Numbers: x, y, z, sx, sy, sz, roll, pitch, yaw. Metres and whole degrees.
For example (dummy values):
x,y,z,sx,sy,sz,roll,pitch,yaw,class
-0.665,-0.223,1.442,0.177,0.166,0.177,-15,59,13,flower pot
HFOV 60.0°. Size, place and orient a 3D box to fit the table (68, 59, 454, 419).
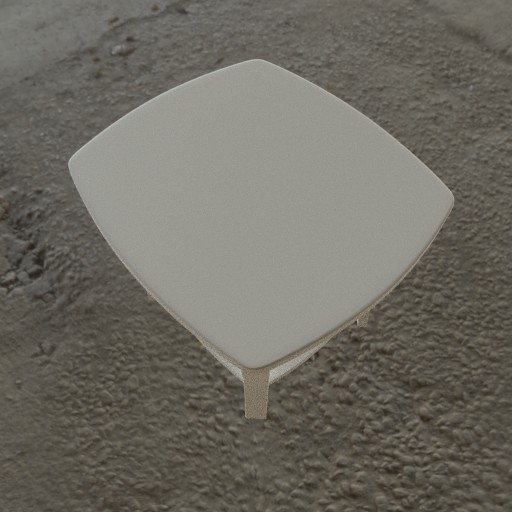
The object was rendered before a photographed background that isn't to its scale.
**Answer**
x,y,z,sx,sy,sz,roll,pitch,yaw,class
0.000,0.000,0.843,0.451,0.438,0.502,-37,65,-20,table
